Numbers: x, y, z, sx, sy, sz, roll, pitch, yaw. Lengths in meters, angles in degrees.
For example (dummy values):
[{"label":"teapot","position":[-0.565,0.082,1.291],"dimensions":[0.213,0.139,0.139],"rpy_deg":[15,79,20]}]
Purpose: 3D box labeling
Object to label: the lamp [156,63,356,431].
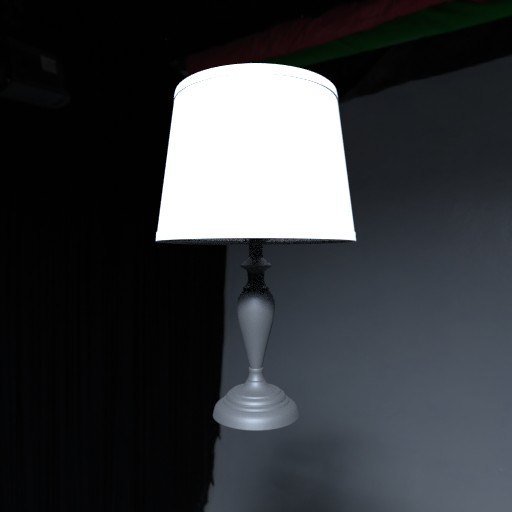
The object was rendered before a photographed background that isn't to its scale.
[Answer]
[{"label":"lamp","position":[0.000,0.000,0.703],"dimensions":[0.310,0.501,0.310],"rpy_deg":[0,0,0]}]
